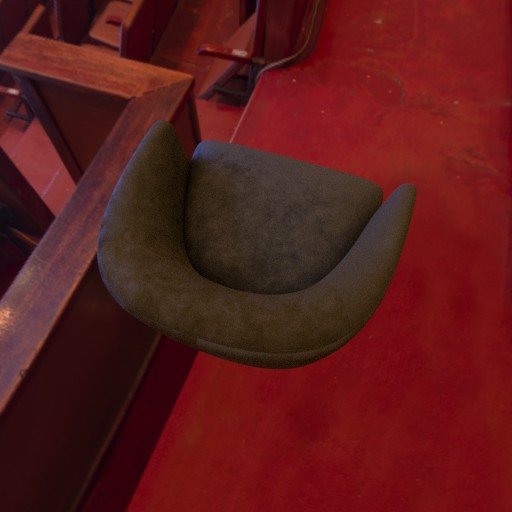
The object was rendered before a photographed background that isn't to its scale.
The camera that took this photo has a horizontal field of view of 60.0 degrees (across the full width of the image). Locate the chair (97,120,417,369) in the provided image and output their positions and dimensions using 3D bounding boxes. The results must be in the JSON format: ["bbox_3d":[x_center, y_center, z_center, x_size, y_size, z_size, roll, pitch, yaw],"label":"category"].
[{"bbox_3d":[0.000,0.000,1.352,0.773,0.698,0.767,16,64,8],"label":"chair"}]
